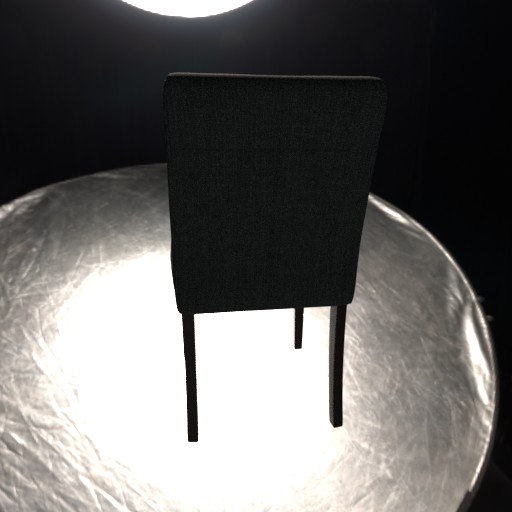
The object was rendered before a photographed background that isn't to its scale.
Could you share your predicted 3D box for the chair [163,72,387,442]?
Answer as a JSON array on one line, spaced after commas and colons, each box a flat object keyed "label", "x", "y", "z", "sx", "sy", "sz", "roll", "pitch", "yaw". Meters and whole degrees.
[{"label": "chair", "x": 0.000, "y": 0.000, "z": 1.243, "sx": 0.487, "sy": 0.884, "sz": 0.629, "roll": -2, "pitch": 15, "yaw": -9}]
